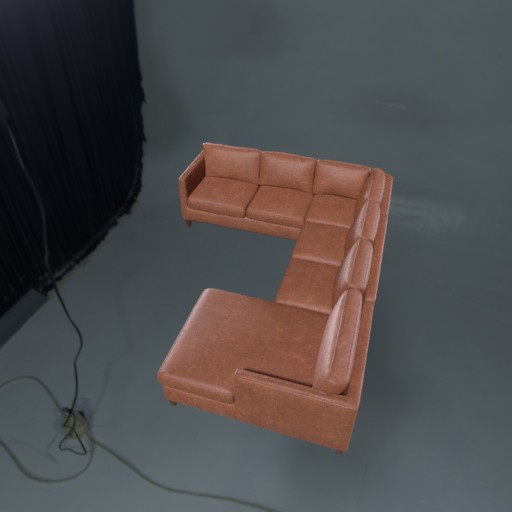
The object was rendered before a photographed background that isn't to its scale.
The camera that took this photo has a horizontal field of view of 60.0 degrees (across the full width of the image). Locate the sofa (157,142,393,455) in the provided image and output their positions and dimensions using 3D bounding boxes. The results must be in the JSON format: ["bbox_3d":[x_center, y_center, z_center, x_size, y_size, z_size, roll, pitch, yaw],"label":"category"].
[{"bbox_3d":[0.000,0.000,4.797,2.593,0.923,3.460,11,41,13],"label":"sofa"}]
